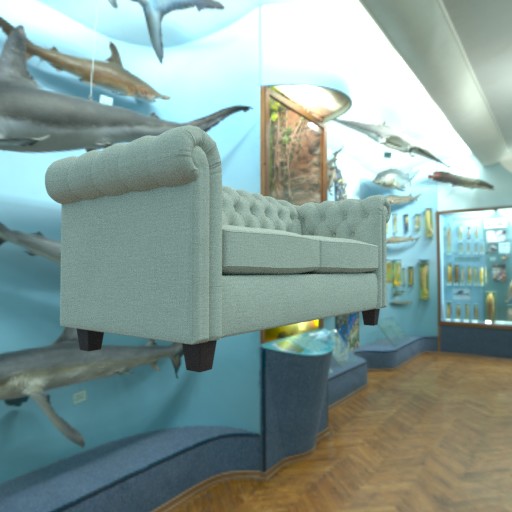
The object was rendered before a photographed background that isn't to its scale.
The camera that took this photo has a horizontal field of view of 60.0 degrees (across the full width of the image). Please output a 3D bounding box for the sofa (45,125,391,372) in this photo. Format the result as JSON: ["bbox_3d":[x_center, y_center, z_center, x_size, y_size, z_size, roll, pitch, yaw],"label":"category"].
[{"bbox_3d":[0.000,0.000,2.243,0.783,0.797,1.798,-1,-2,36],"label":"sofa"}]
